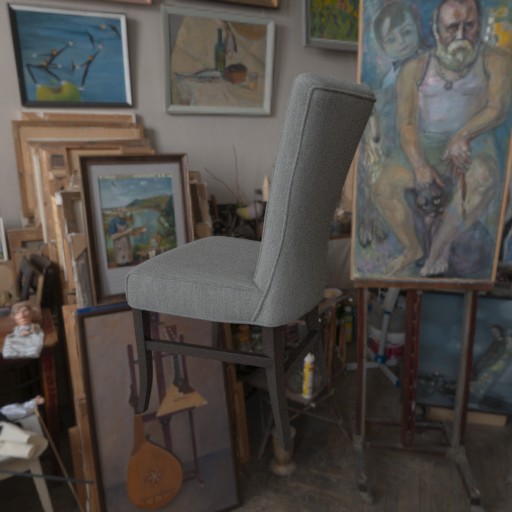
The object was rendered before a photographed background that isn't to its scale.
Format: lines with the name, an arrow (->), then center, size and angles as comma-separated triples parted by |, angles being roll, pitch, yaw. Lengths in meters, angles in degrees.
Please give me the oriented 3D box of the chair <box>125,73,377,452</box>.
chair -> 0.000, 0.000, 1.378 | 0.660, 0.991, 0.520 | 7, 17, 25
